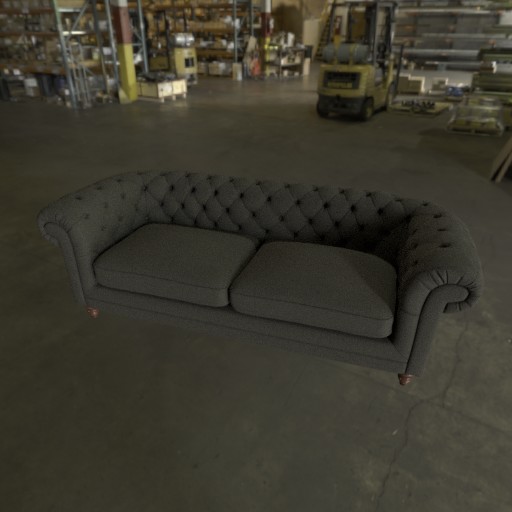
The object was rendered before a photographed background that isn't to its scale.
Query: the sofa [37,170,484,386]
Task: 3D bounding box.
[{"bbox_3d":[0.000,0.000,2.711,2.362,0.762,0.991,9,29,16],"label":"sofa"}]
